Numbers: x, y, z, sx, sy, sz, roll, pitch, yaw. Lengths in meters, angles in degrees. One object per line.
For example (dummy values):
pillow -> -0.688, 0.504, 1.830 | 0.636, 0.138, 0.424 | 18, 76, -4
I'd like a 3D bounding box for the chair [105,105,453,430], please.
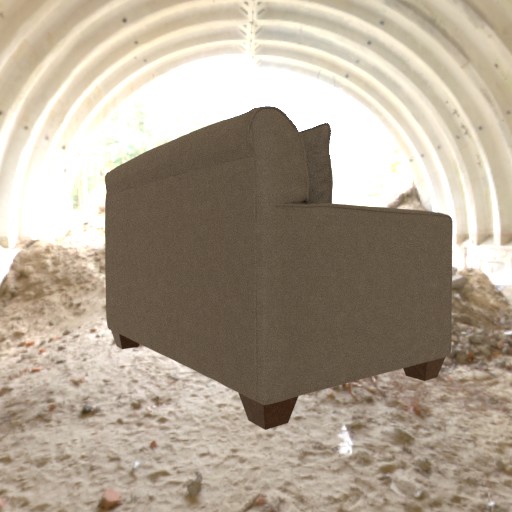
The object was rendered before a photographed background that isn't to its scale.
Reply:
chair -> 0.000, 0.000, 2.028 | 0.992, 0.953, 1.395 | -1, 2, -36
